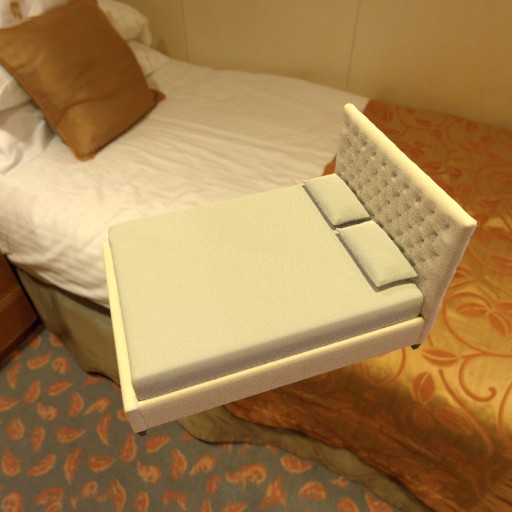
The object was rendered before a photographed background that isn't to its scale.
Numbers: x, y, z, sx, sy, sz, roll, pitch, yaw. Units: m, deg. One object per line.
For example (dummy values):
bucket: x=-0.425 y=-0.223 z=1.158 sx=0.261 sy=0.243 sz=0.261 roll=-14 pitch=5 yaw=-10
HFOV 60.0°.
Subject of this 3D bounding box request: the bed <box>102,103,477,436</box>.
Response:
bed: x=0.000 y=0.000 z=3.519 sx=2.387 sy=1.427 sz=1.698 roll=-14 pitch=47 yaw=-13
